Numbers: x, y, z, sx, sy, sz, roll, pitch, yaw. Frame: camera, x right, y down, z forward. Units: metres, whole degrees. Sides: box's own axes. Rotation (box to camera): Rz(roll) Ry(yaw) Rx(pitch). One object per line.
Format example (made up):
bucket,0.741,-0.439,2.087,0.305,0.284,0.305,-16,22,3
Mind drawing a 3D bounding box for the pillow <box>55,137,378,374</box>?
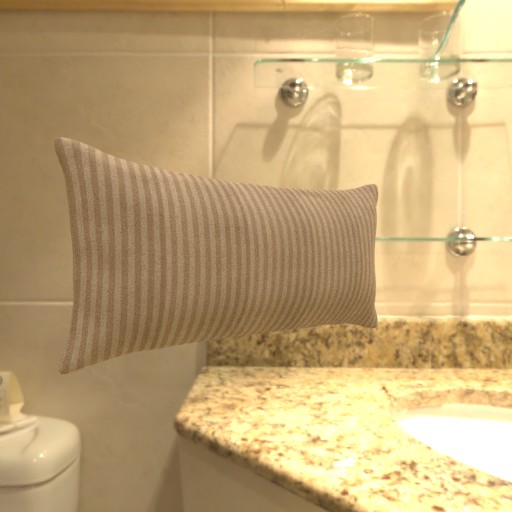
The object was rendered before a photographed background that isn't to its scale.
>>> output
pillow,0.000,0.000,0.730,0.617,0.295,0.151,0,0,-36
